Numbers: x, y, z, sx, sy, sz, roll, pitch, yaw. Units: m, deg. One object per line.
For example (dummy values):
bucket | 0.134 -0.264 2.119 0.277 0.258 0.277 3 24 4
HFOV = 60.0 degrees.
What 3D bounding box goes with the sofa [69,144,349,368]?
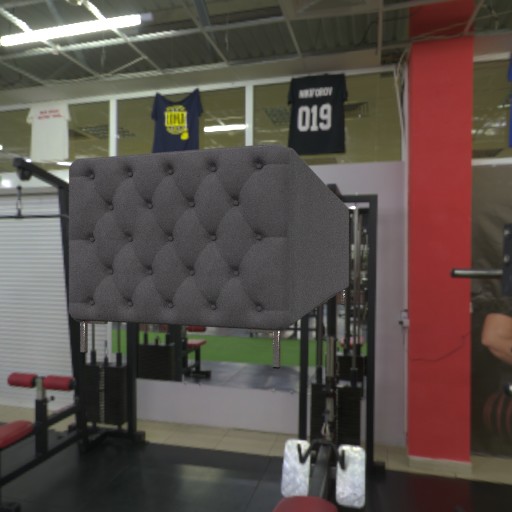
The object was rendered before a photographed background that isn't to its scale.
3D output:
sofa | 0.000 0.000 2.623 0.895 0.771 2.209 0 0 17
